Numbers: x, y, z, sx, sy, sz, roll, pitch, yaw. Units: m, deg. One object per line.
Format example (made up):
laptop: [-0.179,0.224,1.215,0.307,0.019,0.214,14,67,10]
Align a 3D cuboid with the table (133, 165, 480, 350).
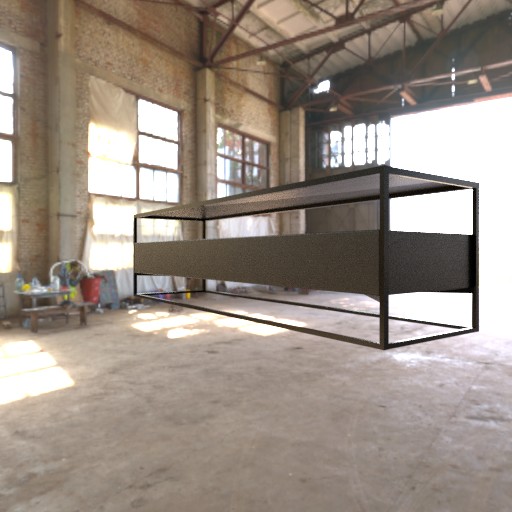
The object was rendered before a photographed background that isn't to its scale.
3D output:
table: [0.000,0.000,1.664,0.399,0.395,1.486,0,0,-36]
